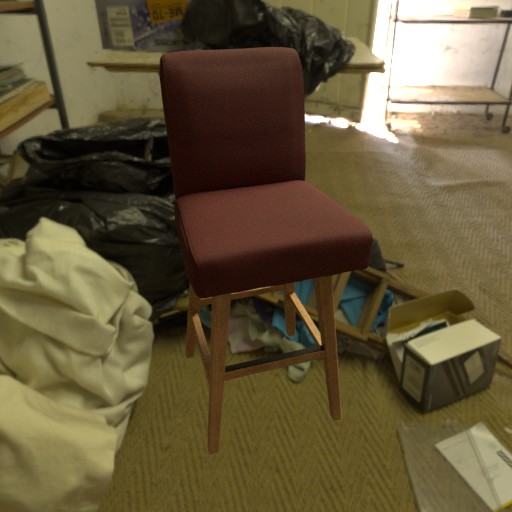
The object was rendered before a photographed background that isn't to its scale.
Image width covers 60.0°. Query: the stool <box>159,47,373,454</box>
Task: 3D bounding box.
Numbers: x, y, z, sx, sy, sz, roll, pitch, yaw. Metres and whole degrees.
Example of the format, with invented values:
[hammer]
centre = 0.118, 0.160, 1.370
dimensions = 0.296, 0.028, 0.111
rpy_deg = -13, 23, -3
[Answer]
[stool]
centre = 0.000, 0.000, 1.352
dimensions = 0.468, 1.093, 0.562
rpy_deg = -9, 34, -14
